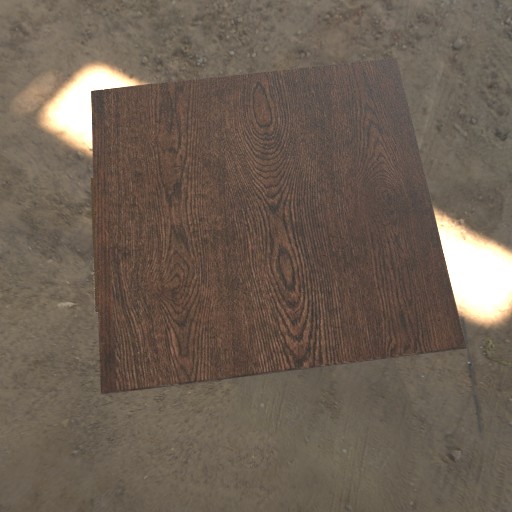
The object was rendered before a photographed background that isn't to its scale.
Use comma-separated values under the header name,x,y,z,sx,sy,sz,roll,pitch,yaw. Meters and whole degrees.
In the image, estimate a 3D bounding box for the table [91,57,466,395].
name,x,y,z,sx,sy,sz,roll,pitch,yaw
table,0.000,0.000,0.989,0.566,0.582,0.506,-7,75,-2
